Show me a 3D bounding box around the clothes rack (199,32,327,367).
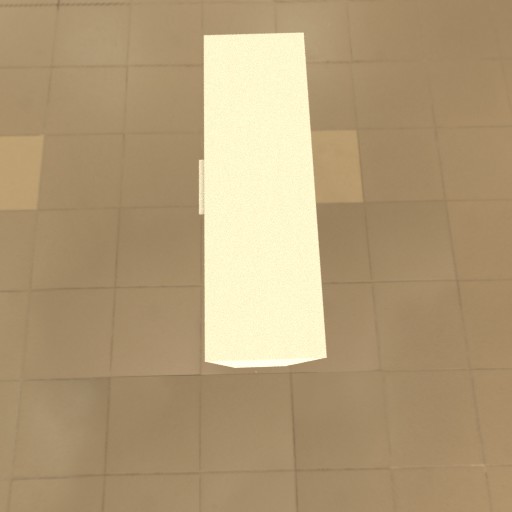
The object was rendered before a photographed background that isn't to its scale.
[{"bbox_3d":[0.000,0.000,1.571,0.250,1.280,0.750,-2,75,0],"label":"clothes rack"}]
